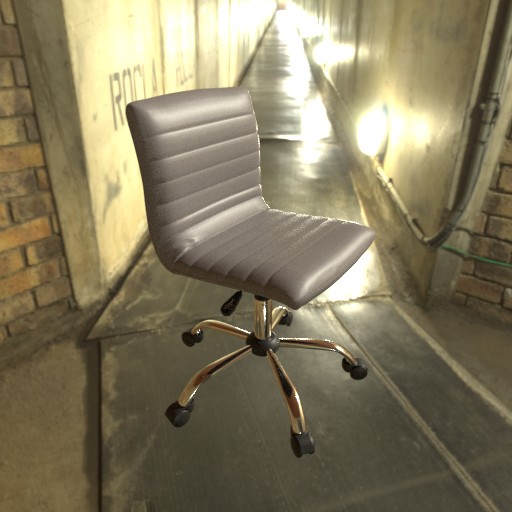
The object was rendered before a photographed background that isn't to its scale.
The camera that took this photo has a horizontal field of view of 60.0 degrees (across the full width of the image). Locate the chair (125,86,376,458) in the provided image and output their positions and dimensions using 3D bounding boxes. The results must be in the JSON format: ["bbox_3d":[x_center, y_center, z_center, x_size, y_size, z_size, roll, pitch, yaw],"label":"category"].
[{"bbox_3d":[0.000,0.000,1.096,0.542,0.750,0.569,17,31,31],"label":"chair"}]
